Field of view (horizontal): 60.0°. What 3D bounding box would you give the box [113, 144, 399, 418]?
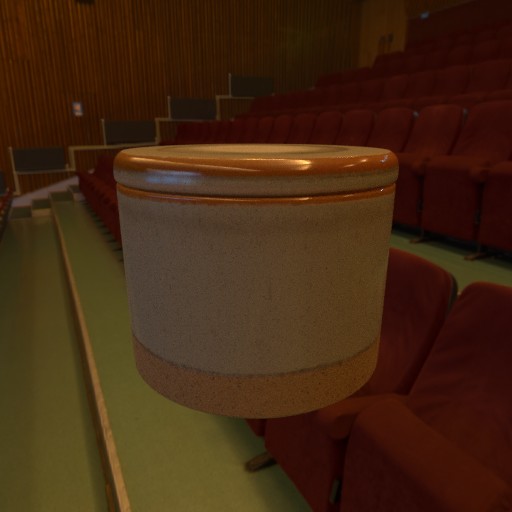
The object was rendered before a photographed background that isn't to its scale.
[{"bbox_3d":[0.000,0.000,0.212,0.123,0.100,0.123,0,16,0],"label":"box"}]
